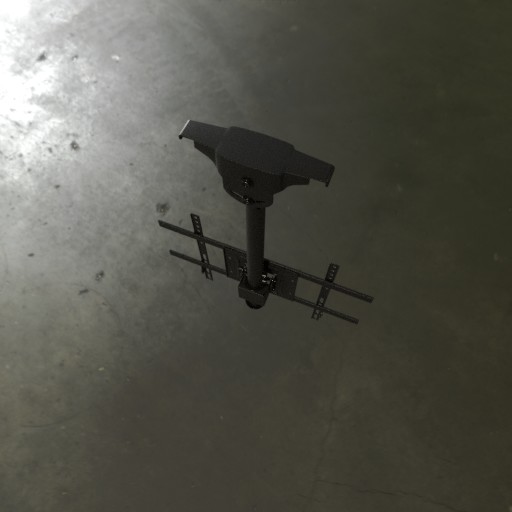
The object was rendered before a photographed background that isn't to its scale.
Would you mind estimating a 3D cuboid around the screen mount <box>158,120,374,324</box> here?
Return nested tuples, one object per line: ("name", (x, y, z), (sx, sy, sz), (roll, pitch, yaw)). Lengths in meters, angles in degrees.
("screen mount", (0.000, 0.000, 1.053), (0.595, 0.775, 0.090), (20, 65, 10))
